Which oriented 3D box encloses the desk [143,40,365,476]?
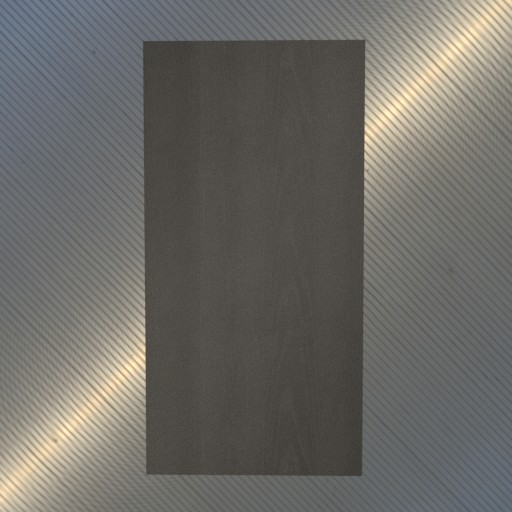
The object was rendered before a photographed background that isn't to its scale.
[{"bbox_3d":[0.000,0.000,1.390,0.499,0.762,0.991,0,92,1],"label":"desk"}]
